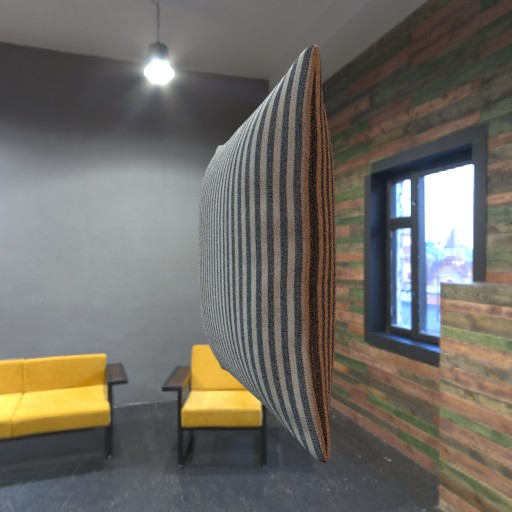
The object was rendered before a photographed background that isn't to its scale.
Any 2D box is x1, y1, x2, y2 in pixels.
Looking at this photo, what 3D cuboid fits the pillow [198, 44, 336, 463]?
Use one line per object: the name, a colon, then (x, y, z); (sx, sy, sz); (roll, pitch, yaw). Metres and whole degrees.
pillow: (0.000, 0.000, 0.775); (0.166, 0.510, 0.523); (0, -1, -18)
